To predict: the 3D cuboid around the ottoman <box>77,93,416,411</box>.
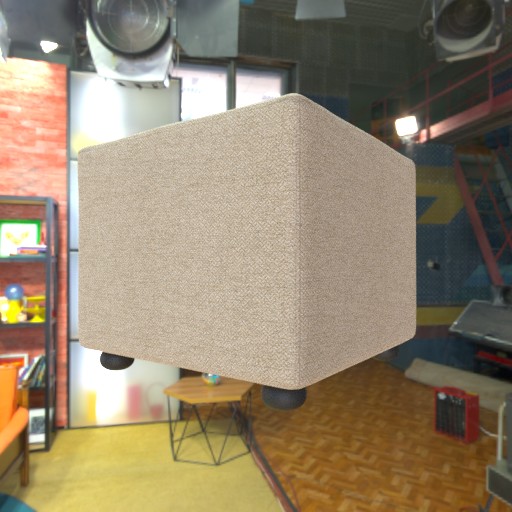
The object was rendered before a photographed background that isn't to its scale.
[{"bbox_3d":[0.000,0.000,0.894,0.508,0.432,0.508,0,-1,36],"label":"ottoman"}]
